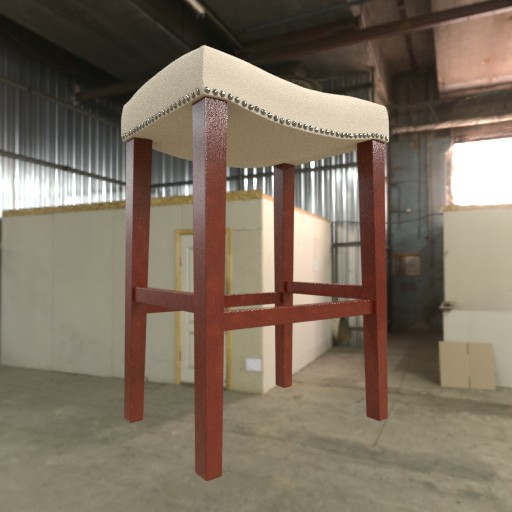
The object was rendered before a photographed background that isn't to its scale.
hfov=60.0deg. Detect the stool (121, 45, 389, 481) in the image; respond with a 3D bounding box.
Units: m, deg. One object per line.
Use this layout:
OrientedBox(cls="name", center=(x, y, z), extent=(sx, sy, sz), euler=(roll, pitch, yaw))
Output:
OrientedBox(cls="stool", center=(0.000, 0.000, 1.012), extent=(0.504, 0.742, 0.372), euler=(0, -1, -37))
